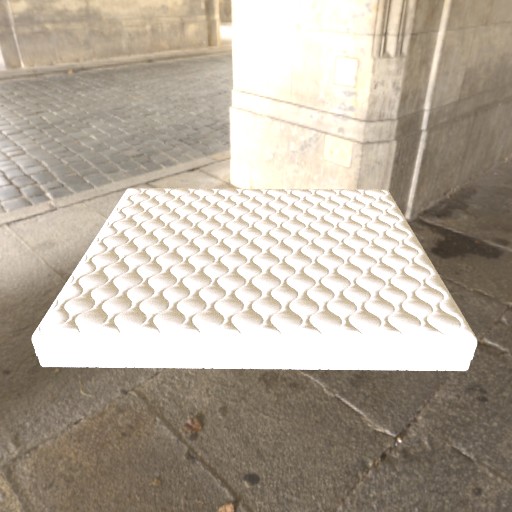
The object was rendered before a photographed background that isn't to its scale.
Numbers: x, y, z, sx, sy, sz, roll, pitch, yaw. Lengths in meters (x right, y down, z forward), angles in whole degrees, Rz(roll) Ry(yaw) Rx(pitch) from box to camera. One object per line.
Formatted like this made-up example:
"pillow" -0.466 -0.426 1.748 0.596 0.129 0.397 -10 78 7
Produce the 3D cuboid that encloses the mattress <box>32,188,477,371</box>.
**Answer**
"mattress" 0.000 0.000 2.584 1.900 0.200 1.600 0 32 1
